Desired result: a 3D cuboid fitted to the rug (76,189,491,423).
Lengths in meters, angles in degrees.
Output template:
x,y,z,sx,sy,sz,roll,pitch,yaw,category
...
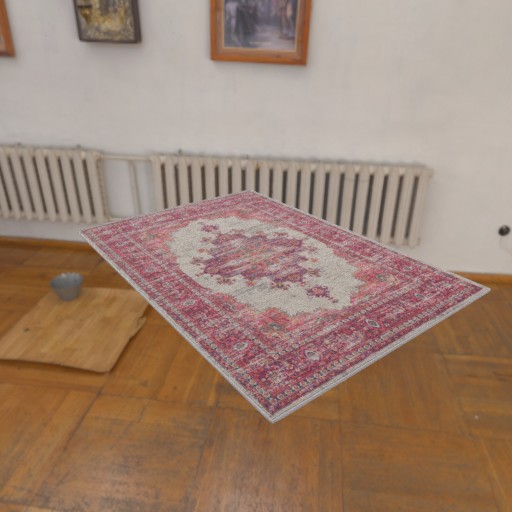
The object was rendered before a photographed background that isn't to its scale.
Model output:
x,y,z,sx,sy,sz,roll,pitch,yaw,category
0.000,0.000,2.805,1.555,0.011,2.232,-19,32,-33,rug
